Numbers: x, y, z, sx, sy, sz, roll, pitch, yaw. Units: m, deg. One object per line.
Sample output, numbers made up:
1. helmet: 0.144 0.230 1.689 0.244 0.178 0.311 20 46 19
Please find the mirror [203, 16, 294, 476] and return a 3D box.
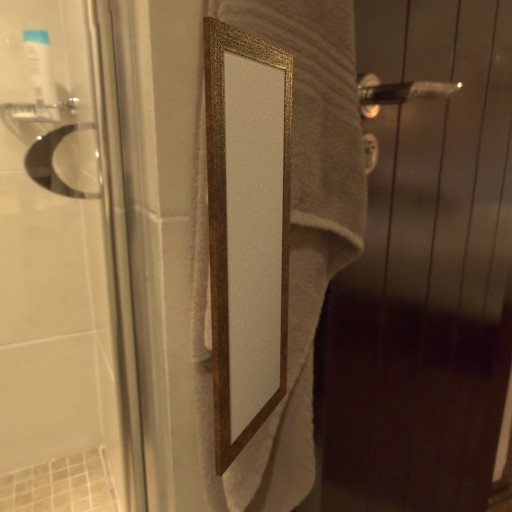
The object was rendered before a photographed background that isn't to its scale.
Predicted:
1. mirror: 0.000 0.000 2.258 0.032 2.031 0.812 7 17 26
